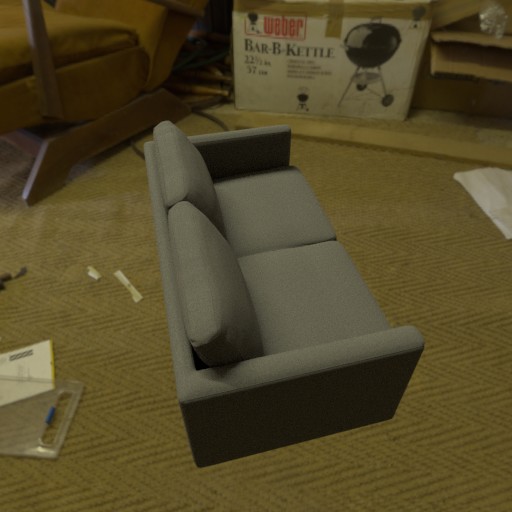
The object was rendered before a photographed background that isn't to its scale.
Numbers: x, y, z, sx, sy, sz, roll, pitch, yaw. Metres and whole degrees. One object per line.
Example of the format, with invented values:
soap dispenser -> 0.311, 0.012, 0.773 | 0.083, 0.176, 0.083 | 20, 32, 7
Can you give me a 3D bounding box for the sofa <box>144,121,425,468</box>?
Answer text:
sofa -> 0.000, 0.000, 2.258 | 0.940, 0.866, 1.713 | -10, 45, -10
